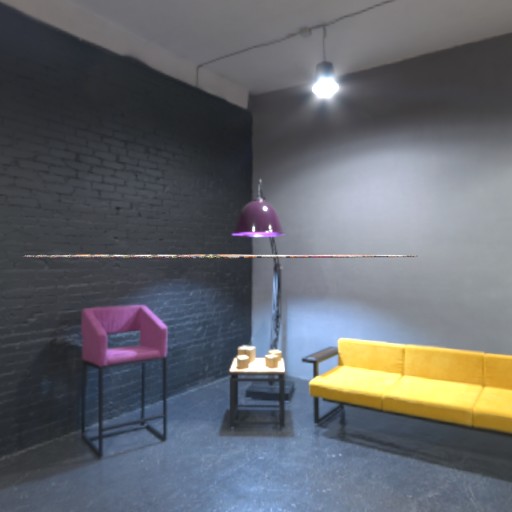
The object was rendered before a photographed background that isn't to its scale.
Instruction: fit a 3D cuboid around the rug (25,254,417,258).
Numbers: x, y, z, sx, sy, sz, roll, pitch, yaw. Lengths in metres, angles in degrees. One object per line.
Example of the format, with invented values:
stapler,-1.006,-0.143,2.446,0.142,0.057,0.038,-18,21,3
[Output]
rug,0.000,0.000,2.247,1.084,0.013,1.849,0,0,37
